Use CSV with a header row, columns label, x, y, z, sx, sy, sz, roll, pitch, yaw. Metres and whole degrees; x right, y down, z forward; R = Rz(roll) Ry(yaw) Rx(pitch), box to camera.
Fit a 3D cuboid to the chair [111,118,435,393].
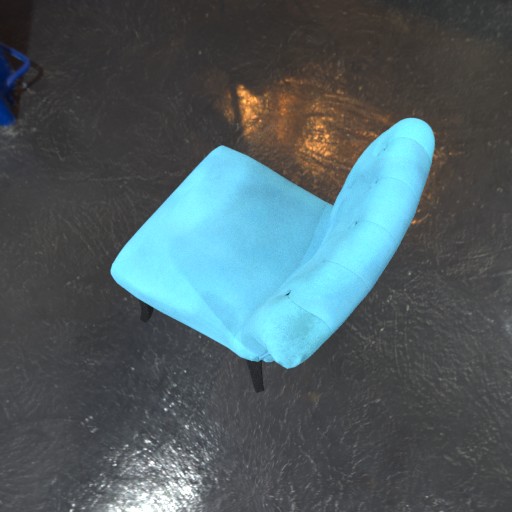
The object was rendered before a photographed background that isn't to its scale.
label,x,y,z,sx,sy,sz,roll,pitch,yaw
chair,0.000,0.000,1.170,0.605,0.750,0.582,30,66,15
